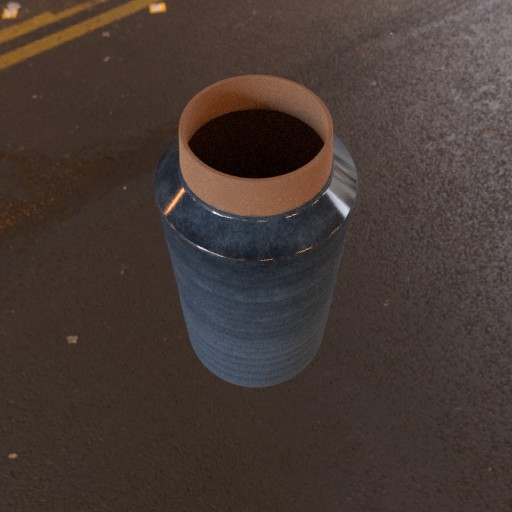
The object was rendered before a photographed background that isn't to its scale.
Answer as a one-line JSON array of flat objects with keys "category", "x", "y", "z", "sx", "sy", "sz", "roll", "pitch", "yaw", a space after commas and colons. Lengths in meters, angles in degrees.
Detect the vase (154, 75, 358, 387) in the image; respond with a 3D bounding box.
[{"category": "vase", "x": 0.000, "y": 0.000, "z": 0.410, "sx": 0.163, "sy": 0.316, "sz": 0.163, "roll": 0, "pitch": 59, "yaw": 0}]
